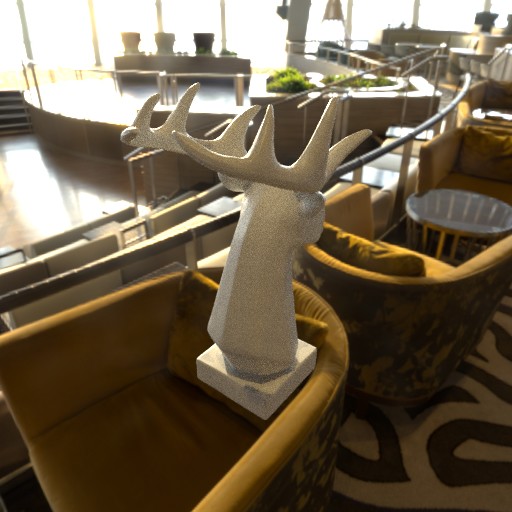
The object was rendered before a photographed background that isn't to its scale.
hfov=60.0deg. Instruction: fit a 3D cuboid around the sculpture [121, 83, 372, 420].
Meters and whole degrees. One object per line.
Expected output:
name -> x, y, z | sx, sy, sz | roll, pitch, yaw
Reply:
sculpture -> 0.000, 0.000, 0.454 | 0.174, 0.329, 0.224 | 21, 36, 32
